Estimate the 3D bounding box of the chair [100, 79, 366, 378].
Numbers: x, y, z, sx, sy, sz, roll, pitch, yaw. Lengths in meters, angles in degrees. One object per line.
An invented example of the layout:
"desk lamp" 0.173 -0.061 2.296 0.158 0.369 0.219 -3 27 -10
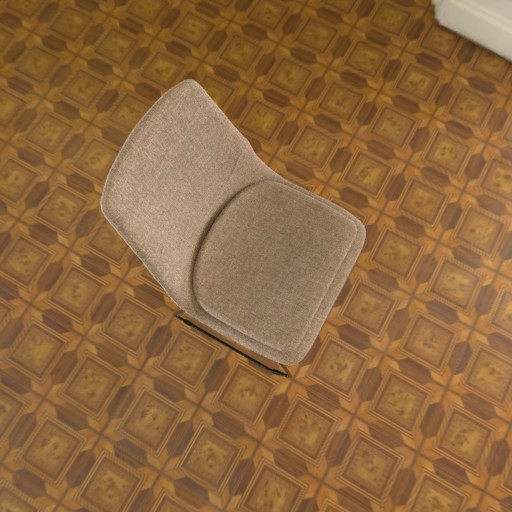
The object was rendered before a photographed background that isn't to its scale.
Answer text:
"chair" 0.000 0.000 1.181 0.518 0.858 0.479 28 77 7
